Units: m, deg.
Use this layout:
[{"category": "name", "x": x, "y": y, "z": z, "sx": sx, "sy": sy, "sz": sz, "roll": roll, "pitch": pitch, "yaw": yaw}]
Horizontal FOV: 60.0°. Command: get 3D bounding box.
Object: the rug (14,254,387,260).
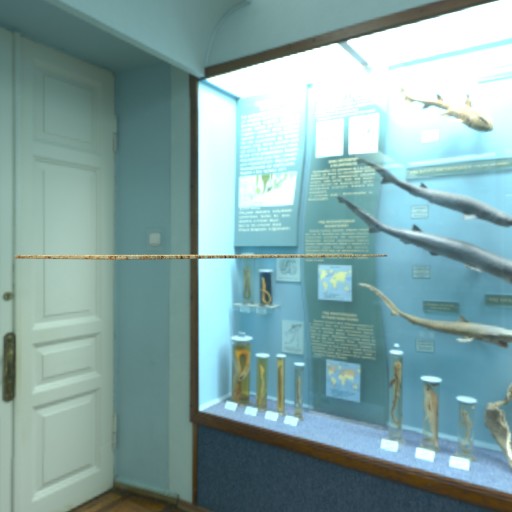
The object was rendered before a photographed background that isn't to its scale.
[{"category": "rug", "x": 0.000, "y": 0.000, "z": 2.411, "sx": 0.680, "sy": 0.014, "sz": 2.237, "roll": 0, "pitch": 0, "yaw": 36}]
